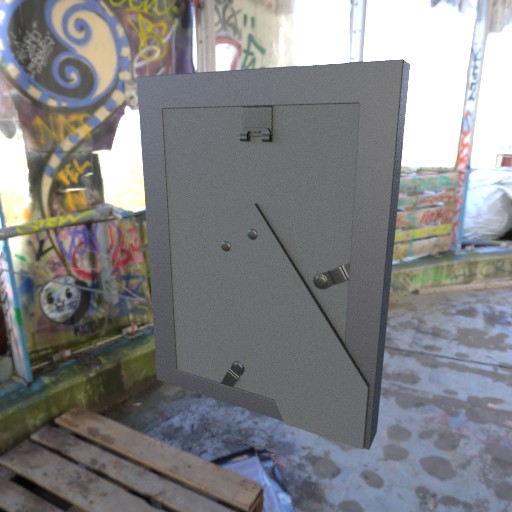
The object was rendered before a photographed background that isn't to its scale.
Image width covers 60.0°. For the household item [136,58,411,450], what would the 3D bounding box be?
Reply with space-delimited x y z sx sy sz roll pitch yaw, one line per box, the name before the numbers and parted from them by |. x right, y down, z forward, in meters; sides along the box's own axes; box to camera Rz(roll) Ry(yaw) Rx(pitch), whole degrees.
household item | 0.000 0.000 0.228 0.133 0.178 0.022 9 19 27
